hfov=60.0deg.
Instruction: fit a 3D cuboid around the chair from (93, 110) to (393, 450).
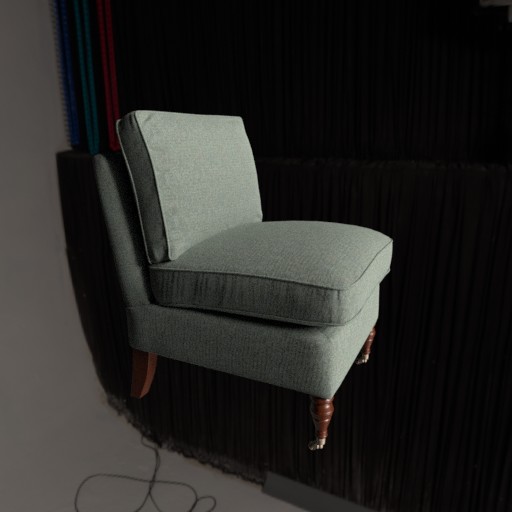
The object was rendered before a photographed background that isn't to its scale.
[{"bbox_3d":[0.000,0.000,1.461,0.796,0.901,0.624,7,17,25],"label":"chair"}]
